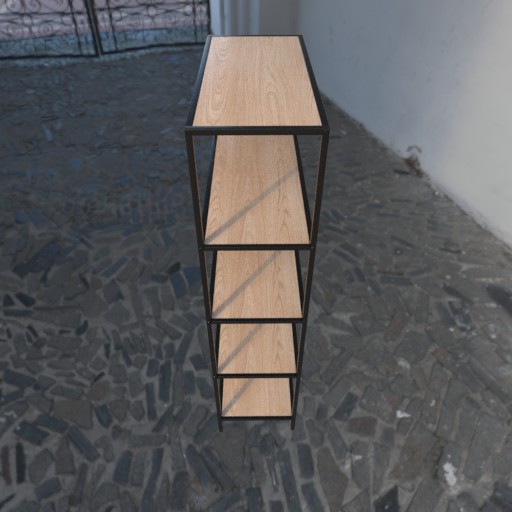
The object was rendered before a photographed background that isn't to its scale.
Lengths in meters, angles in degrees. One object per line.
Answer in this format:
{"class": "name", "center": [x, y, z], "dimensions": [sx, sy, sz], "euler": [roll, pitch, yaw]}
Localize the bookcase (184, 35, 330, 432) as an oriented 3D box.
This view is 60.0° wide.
{"class": "bookcase", "center": [0.000, 0.000, 1.847], "dimensions": [0.350, 1.500, 0.770], "euler": [0, 42, 0]}
